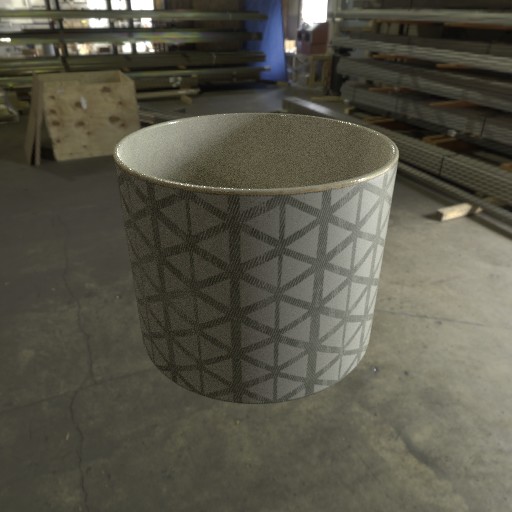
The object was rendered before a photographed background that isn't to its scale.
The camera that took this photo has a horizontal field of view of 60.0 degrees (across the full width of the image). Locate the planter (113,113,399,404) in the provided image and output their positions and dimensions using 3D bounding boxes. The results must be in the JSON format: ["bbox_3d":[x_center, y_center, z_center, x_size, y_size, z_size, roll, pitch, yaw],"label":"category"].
[{"bbox_3d":[0.000,0.000,0.350,0.190,0.181,0.190,0,29,0],"label":"planter"}]
